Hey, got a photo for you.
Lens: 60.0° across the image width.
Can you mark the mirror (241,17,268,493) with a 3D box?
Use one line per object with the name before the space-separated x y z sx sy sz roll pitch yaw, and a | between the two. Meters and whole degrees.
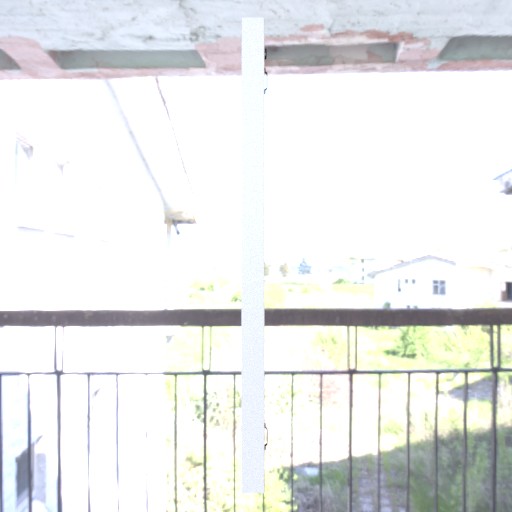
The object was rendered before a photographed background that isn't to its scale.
mirror | 0.000 0.000 0.914 0.039 0.710 0.507 0 -1 1
